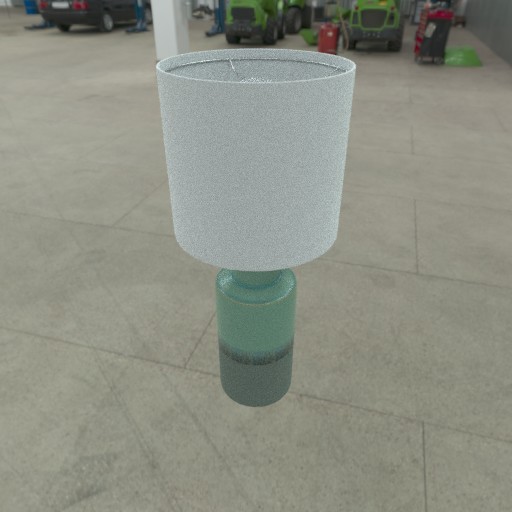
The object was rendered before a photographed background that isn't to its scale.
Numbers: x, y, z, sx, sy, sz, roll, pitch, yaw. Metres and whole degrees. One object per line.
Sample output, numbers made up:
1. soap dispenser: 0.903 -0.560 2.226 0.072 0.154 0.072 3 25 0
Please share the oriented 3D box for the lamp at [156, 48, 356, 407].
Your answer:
1. lamp: 0.000 0.000 0.609 0.212 0.493 0.212 -11 34 -16
